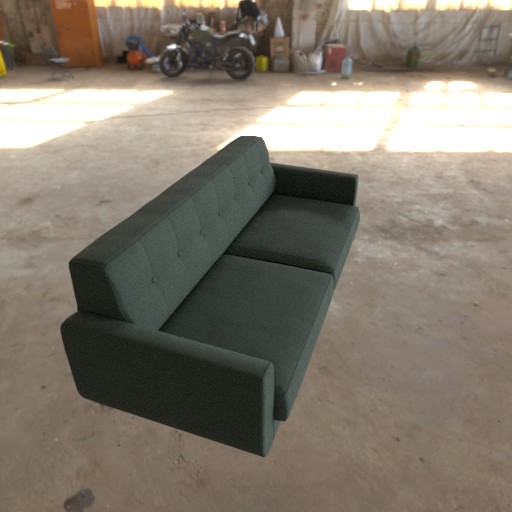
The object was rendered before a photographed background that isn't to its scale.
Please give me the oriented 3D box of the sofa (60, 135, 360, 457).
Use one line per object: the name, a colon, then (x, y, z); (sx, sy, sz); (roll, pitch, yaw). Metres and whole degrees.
sofa: (0.000, 0.000, 2.478); (0.909, 0.841, 2.029); (11, 33, 17)
